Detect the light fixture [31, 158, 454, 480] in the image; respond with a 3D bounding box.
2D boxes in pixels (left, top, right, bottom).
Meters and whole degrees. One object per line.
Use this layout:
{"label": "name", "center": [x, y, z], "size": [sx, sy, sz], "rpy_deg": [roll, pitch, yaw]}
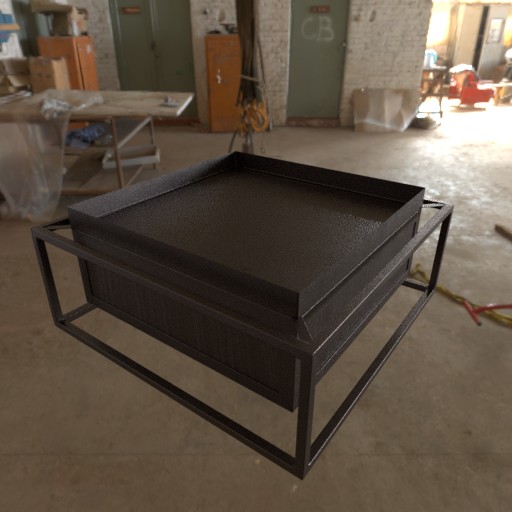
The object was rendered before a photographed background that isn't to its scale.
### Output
{"label": "light fixture", "center": [0.000, 0.000, 0.676], "size": [0.441, 0.191, 0.441], "rpy_deg": [19, 33, 32]}
